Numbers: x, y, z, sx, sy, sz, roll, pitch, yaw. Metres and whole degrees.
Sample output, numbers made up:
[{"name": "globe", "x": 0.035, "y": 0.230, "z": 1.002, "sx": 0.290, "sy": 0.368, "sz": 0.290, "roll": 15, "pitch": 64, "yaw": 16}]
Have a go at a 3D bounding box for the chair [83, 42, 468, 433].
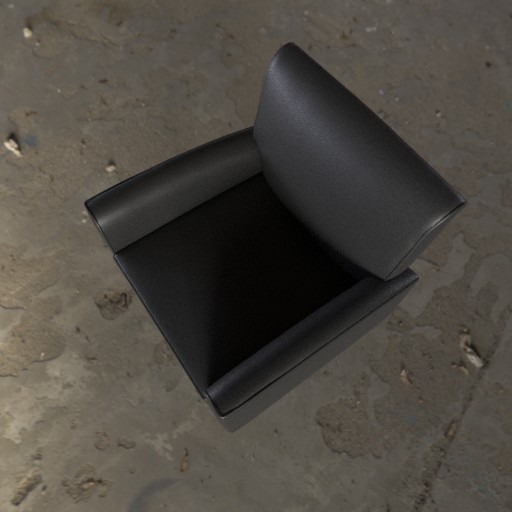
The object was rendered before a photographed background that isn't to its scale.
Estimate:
[{"name": "chair", "x": 0.000, "y": 0.000, "z": 1.540, "sx": 0.819, "sy": 0.916, "sz": 0.820, "roll": -33, "pitch": 68, "yaw": -15}]
